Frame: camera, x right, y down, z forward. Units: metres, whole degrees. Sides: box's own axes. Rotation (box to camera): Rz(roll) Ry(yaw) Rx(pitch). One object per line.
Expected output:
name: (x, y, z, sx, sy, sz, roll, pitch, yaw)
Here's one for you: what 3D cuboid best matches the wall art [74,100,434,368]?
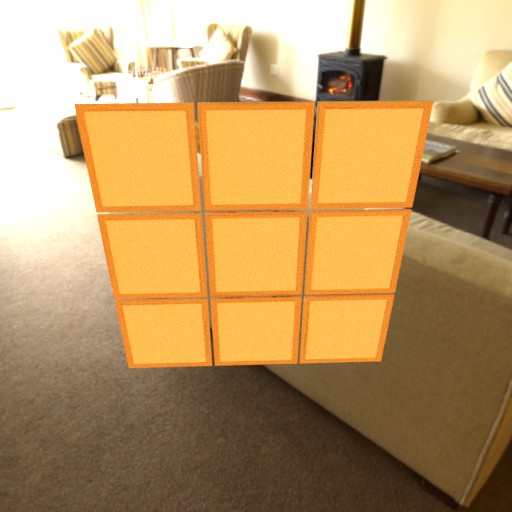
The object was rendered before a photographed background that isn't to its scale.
wall art: (0.000, 0.000, 2.271, 1.517, 1.523, 0.013, -1, 31, -2)
